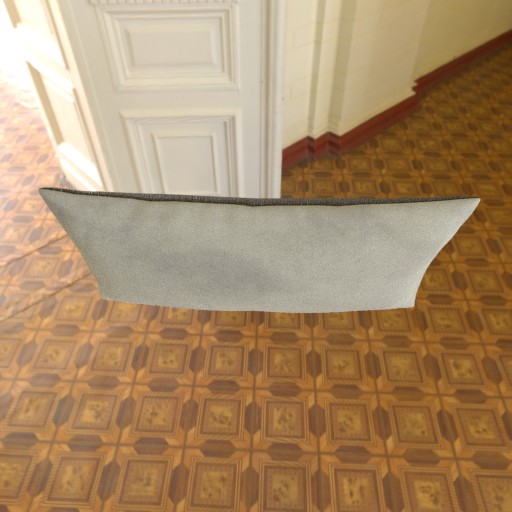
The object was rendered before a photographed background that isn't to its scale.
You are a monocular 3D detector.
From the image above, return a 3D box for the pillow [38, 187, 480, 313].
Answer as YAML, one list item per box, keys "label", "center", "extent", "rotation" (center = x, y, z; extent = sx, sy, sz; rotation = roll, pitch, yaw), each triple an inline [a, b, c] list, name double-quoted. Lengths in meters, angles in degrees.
- label: "pillow"
  center: [0.000, 0.000, 0.733]
  extent: [0.608, 0.305, 0.156]
  rotation: [1, 46, 1]
